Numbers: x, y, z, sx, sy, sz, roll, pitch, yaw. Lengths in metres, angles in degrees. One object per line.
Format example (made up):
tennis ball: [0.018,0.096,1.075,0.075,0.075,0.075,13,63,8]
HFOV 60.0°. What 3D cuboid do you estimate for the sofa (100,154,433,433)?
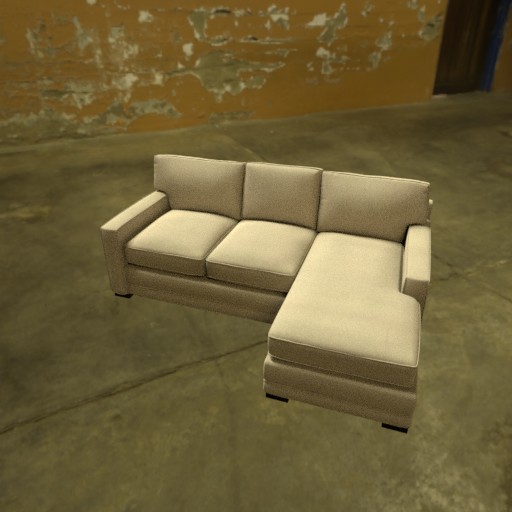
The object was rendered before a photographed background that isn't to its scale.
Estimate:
sofa: [0.000,0.000,2.848,2.087,0.861,1.496,9,30,17]
